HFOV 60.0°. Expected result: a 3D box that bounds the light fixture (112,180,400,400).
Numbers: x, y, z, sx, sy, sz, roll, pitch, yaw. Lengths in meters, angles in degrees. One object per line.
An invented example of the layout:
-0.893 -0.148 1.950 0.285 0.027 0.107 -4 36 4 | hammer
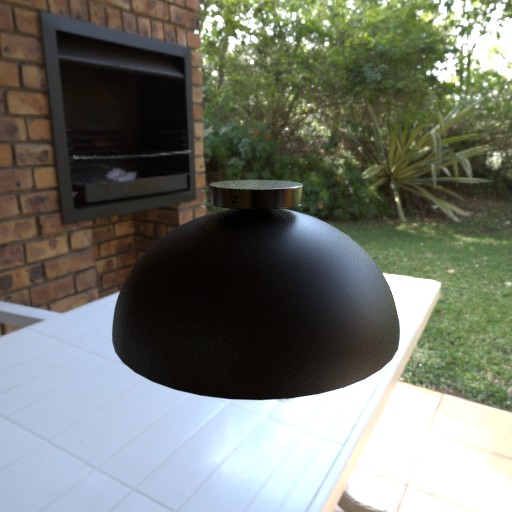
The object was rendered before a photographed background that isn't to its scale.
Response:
0.000 0.000 0.551 0.355 0.177 0.355 0 15 0 | light fixture
